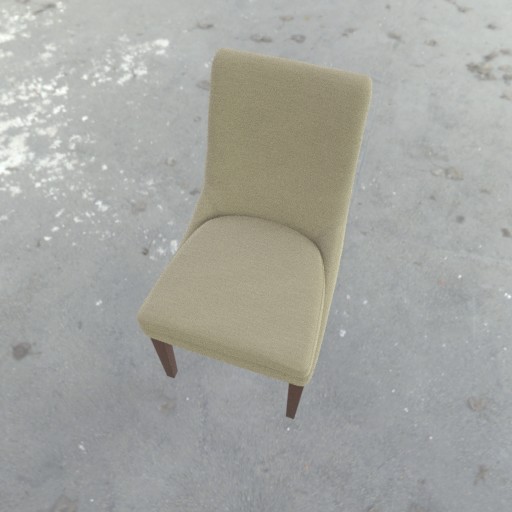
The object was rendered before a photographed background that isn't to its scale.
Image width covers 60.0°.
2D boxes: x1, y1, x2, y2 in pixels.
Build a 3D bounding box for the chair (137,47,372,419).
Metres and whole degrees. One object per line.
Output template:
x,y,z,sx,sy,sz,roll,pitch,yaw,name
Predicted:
0.000,0.000,1.343,0.515,0.940,0.638,16,58,10,chair
